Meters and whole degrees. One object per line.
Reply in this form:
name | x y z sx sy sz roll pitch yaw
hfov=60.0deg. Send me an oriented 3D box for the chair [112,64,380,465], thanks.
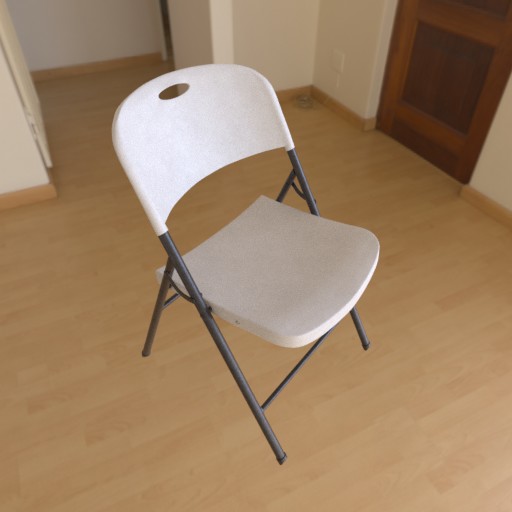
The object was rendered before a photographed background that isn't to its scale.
chair | 0.000 0.000 1.155 0.566 0.810 0.494 28 49 28
